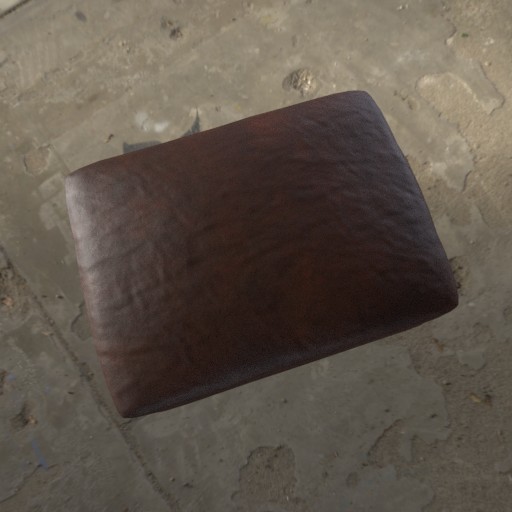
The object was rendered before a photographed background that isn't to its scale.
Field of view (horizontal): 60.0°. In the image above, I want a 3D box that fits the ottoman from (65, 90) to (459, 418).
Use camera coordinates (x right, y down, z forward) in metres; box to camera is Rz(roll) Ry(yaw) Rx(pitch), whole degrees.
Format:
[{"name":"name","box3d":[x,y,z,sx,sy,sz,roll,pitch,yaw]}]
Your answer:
[{"name":"ottoman","box3d":[0.000,0.000,1.272,0.887,0.527,0.659,-17,76,-4]}]
